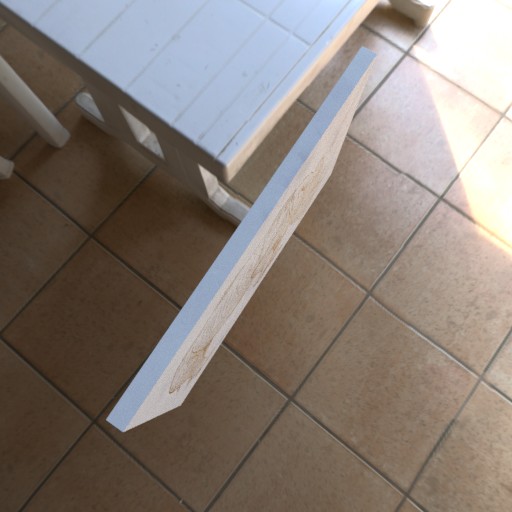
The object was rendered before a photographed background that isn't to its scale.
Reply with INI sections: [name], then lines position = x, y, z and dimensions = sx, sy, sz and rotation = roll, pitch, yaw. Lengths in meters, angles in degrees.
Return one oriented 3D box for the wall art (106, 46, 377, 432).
[wall art]
position = 0.000, 0.000, 1.165
dimensions = 0.038, 0.610, 0.915
rotation = 32, 78, 8
